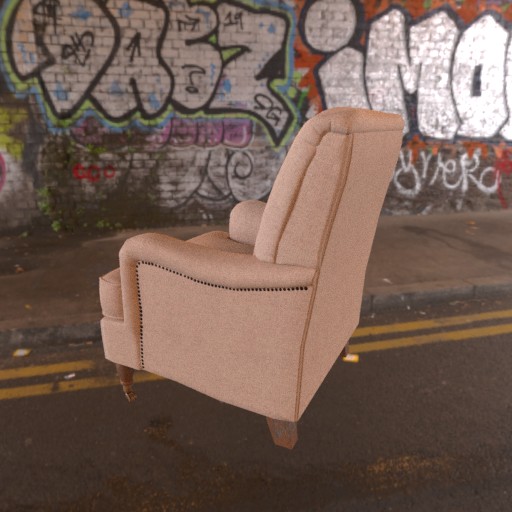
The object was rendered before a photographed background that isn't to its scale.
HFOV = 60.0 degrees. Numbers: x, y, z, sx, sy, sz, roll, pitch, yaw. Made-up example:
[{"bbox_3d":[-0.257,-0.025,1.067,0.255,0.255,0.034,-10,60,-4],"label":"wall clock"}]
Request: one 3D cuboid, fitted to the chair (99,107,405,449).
[{"bbox_3d":[0.000,0.000,1.783,0.953,1.119,0.879,8,18,25],"label":"chair"}]
